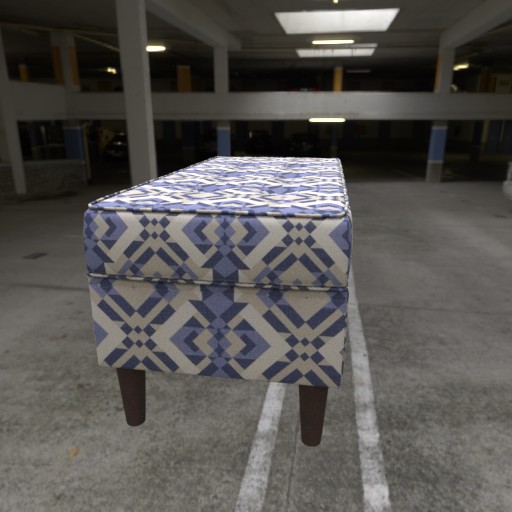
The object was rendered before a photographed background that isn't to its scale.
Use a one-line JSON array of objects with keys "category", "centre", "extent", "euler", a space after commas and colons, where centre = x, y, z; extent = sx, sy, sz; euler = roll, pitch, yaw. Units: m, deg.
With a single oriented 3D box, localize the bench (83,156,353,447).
[{"category": "bench", "centre": [0.000, 0.000, 1.285], "extent": [0.492, 0.477, 1.016], "euler": [3, 18, 9]}]
